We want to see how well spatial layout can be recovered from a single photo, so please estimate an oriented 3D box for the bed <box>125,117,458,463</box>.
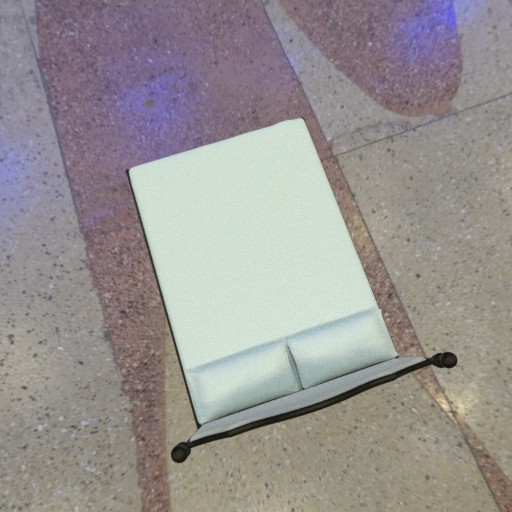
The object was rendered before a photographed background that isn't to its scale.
[{"bbox_3d":[0.000,0.000,3.324,1.642,1.499,2.224,-18,76,-4],"label":"bed"}]
